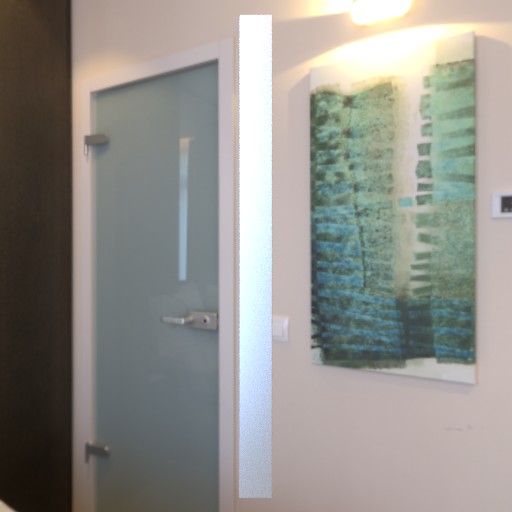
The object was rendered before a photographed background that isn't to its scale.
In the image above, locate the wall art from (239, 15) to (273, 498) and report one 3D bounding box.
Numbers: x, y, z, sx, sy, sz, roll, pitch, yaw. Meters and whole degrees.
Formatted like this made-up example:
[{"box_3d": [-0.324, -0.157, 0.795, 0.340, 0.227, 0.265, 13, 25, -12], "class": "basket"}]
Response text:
[{"box_3d": [0.000, 0.000, 0.730, 0.038, 0.549, 0.452, 0, 0, 0], "class": "wall art"}]
